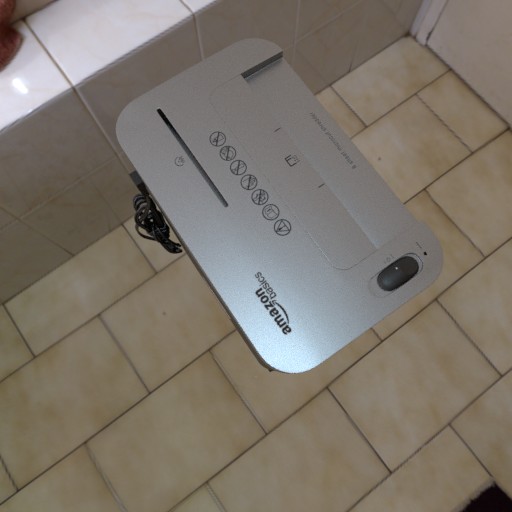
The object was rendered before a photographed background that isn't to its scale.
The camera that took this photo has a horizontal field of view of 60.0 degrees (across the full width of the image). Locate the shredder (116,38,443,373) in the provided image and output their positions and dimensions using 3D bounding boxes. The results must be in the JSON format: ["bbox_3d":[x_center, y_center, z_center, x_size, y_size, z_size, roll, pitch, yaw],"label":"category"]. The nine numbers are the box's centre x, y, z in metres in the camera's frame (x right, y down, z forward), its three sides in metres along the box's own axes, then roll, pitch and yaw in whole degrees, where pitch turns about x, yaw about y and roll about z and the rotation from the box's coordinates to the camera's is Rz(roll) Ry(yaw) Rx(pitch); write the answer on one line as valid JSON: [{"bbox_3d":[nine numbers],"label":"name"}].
[{"bbox_3d":[0.000,0.000,0.613,0.237,0.419,0.311,-33,77,-8],"label":"shredder"}]
